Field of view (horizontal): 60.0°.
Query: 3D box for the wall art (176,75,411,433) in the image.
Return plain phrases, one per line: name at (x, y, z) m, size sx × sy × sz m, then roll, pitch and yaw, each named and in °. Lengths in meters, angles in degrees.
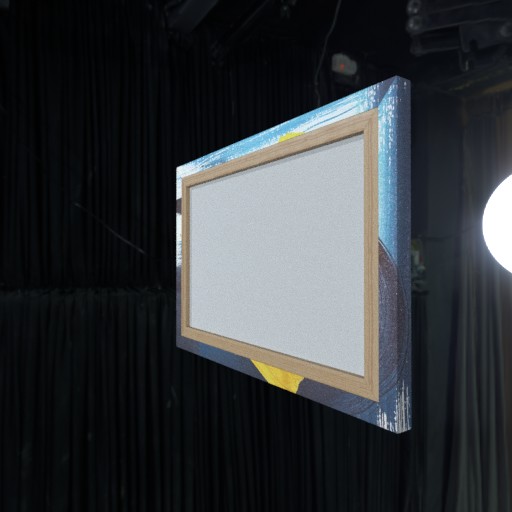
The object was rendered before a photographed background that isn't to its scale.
wall art at (0.000, 0.000, 1.143) m, size 0.039 × 0.610 × 0.914 m, roll 0°, pitch -1°, yaw -34°
